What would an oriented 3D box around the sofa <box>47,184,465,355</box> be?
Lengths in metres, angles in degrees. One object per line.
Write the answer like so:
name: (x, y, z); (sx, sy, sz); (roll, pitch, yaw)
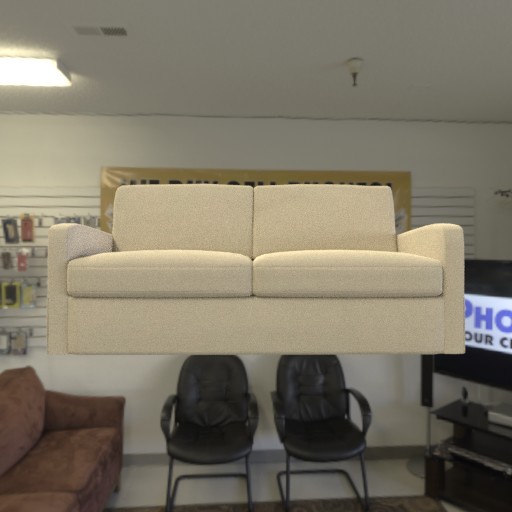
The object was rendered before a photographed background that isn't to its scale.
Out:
sofa: (0.000, 0.000, 2.307); (1.808, 0.831, 0.894); (0, 1, 0)
